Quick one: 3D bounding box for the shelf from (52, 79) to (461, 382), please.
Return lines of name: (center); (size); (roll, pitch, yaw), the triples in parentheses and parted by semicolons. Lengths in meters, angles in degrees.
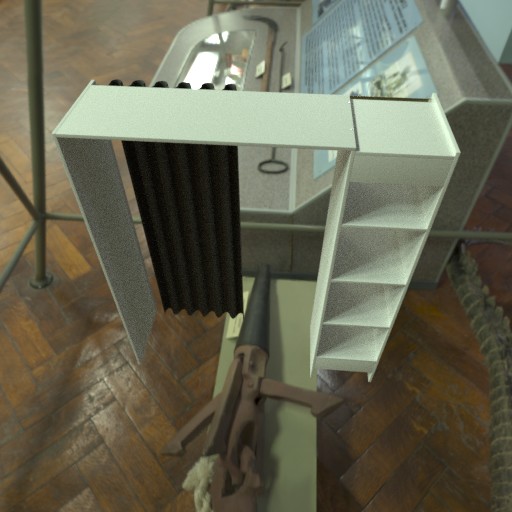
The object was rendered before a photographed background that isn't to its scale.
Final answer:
shelf: (0.000, 0.000, 2.552); (1.600, 1.810, 0.500); (4, 47, 3)
